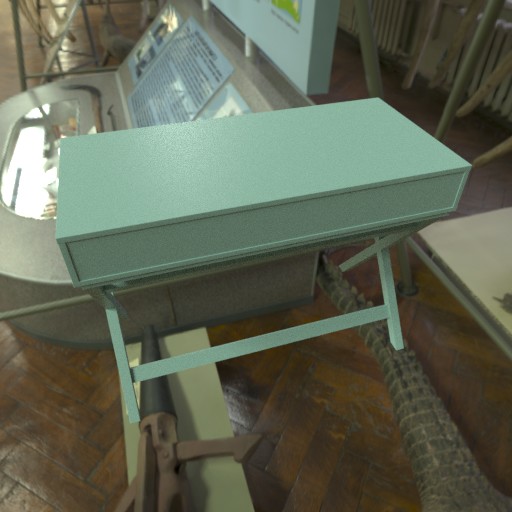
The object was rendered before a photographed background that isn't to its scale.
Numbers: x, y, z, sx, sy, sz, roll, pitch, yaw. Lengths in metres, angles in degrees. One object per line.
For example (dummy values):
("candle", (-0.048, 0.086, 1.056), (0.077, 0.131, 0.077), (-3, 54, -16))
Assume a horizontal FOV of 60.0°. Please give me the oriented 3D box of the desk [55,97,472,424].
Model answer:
("desk", (0.000, 0.000, 1.504), (1.059, 0.780, 0.509), (-11, 42, -13))
